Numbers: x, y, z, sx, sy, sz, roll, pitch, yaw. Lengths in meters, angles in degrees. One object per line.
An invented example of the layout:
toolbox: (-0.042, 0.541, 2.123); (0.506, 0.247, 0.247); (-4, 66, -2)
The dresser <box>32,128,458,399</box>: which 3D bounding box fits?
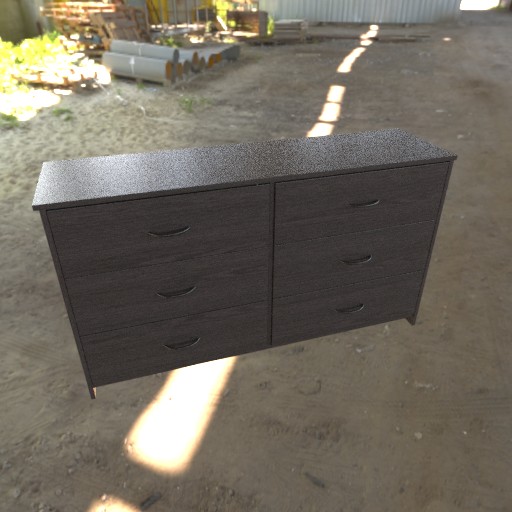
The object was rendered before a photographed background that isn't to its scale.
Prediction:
dresser: (0.000, 0.000, 1.688); (1.360, 0.755, 0.401); (-9, 32, -15)
